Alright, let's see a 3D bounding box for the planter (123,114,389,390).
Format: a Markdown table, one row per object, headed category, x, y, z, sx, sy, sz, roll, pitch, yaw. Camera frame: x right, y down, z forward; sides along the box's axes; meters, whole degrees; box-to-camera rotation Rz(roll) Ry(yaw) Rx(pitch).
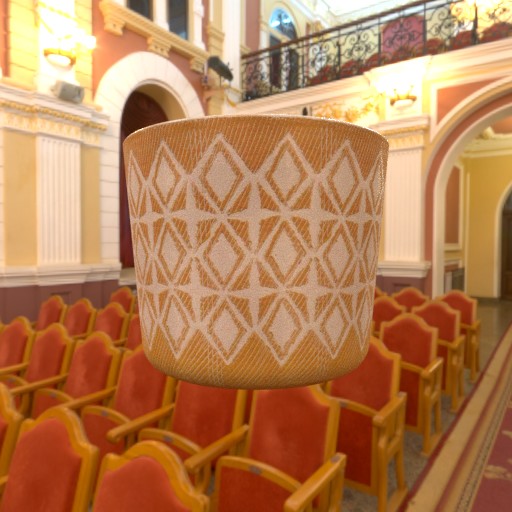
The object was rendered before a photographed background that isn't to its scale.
| category | x | y | z | sx | sy | sz | roll | pitch | yaw |
| --- | --- | --- | --- | --- | --- | --- | --- | --- | --- |
| planter | 0.000 | 0.000 | 0.221 | 0.126 | 0.104 | 0.126 | 0 | 1 | 0 |
